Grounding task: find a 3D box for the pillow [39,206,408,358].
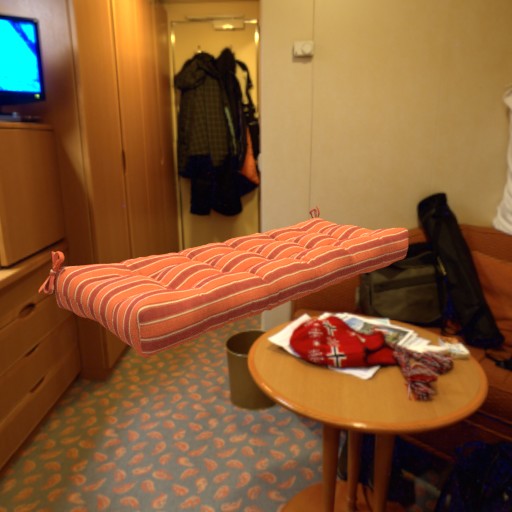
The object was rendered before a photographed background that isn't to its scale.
[{"bbox_3d":[0.000,0.000,1.410,0.511,0.174,1.194,14,20,43],"label":"pillow"}]
